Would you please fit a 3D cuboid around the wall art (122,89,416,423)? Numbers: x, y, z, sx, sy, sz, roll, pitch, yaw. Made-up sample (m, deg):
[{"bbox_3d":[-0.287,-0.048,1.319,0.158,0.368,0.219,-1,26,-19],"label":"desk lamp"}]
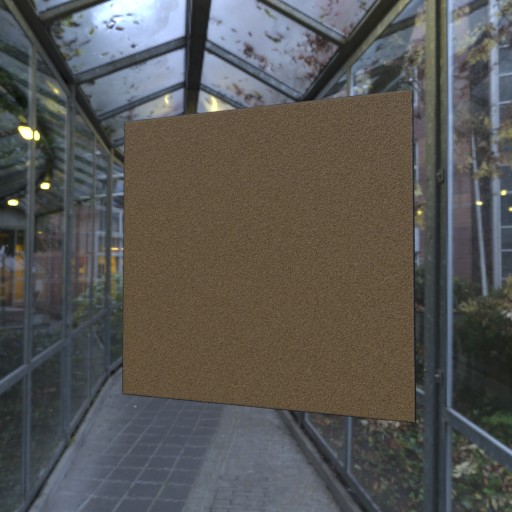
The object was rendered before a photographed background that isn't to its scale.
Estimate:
[{"bbox_3d":[0.000,0.000,0.676,0.456,0.453,0.022,0,-1,17],"label":"wall art"}]
